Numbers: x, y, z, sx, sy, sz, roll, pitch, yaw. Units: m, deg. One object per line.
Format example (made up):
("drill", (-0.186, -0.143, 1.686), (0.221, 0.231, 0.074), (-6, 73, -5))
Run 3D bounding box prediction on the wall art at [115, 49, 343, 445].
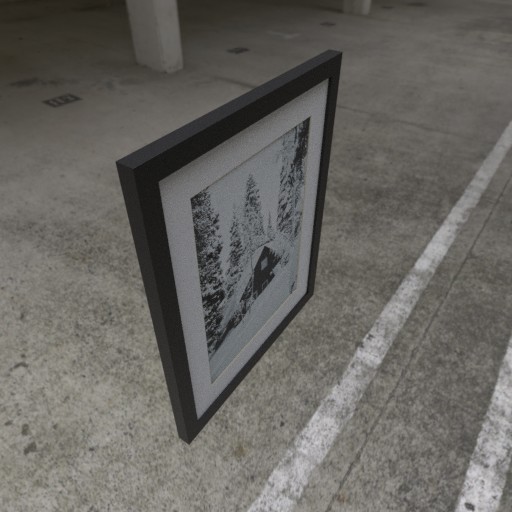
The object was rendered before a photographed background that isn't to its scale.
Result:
("wall art", (0.000, 0.000, 0.541), (0.018, 0.397, 0.325), (24, 46, 26))
